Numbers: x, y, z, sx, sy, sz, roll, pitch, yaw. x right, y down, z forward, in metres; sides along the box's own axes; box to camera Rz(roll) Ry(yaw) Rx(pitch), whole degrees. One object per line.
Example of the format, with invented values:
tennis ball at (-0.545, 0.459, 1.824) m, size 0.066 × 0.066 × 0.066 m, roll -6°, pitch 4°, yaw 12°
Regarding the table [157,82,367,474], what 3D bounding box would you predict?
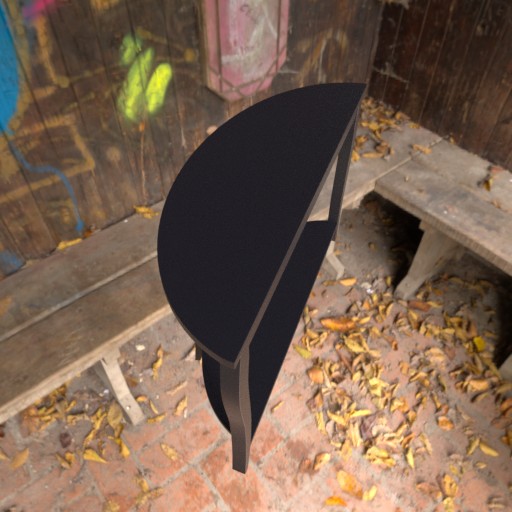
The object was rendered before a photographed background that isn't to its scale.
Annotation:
table at (0.000, 0.000, 1.570) m, size 0.394 × 0.780 × 1.219 m, roll 16°, pitch 49°, yaw 14°
